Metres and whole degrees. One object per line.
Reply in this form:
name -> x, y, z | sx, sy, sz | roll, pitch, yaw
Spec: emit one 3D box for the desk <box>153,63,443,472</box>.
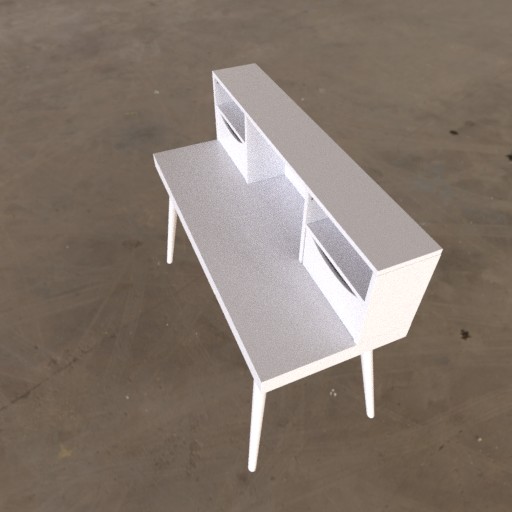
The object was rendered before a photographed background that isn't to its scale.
desk -> 0.000, 0.000, 1.773 | 0.559, 0.990, 1.199 | -17, 49, -16
